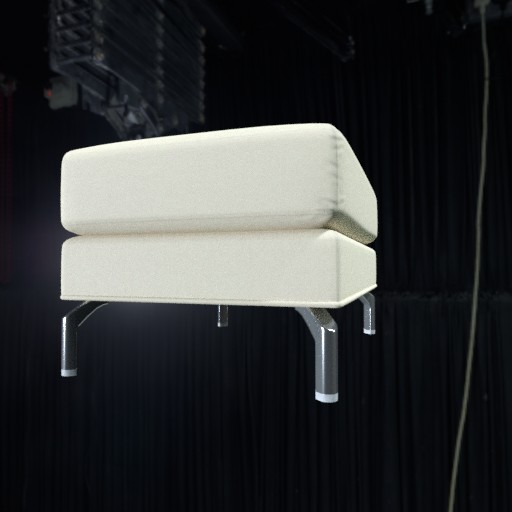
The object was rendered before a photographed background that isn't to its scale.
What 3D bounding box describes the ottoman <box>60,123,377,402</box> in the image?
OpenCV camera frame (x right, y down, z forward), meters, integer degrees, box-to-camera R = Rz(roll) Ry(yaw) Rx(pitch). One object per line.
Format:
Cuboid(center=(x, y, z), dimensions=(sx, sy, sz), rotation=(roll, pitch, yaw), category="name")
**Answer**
Cuboid(center=(0.000, 0.000, 1.190), dimensions=(0.581, 0.497, 0.835), rotation=(0, -1, 19), category="ottoman")
